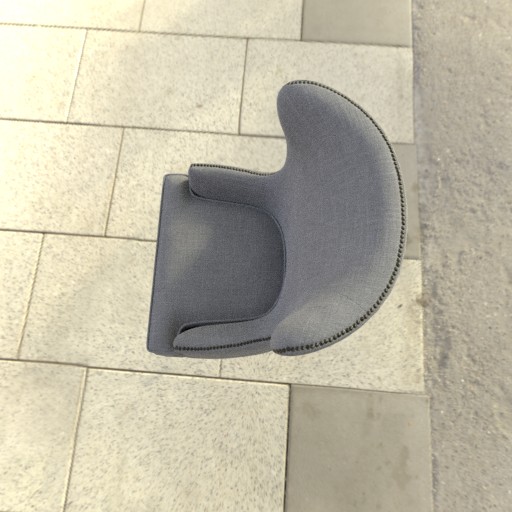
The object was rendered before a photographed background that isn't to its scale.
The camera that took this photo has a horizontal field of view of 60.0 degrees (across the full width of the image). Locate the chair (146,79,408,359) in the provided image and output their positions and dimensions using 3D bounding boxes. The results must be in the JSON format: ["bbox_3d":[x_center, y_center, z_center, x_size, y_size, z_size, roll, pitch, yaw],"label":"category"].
[{"bbox_3d":[0.000,0.000,1.842,0.883,1.176,0.864,2,74,1],"label":"chair"}]
